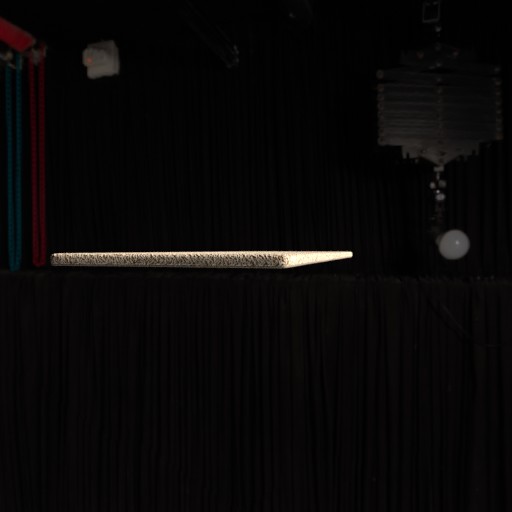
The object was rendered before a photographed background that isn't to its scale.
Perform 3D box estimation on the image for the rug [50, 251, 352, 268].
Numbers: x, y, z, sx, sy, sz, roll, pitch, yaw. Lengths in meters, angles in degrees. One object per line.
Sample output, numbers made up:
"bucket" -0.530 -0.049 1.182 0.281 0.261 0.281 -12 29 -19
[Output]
"rug" 0.000 0.000 1.736 0.609 0.030 1.524 0 1 17
